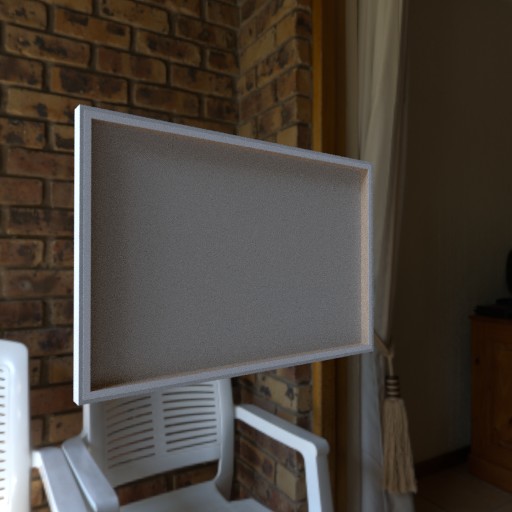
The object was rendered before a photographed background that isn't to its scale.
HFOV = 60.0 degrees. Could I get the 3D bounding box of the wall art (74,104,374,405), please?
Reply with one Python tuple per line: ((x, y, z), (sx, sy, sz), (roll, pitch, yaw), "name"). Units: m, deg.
((0.000, 0.000, 1.183), (0.915, 0.610, 0.038), (0, -1, -36), "wall art")
